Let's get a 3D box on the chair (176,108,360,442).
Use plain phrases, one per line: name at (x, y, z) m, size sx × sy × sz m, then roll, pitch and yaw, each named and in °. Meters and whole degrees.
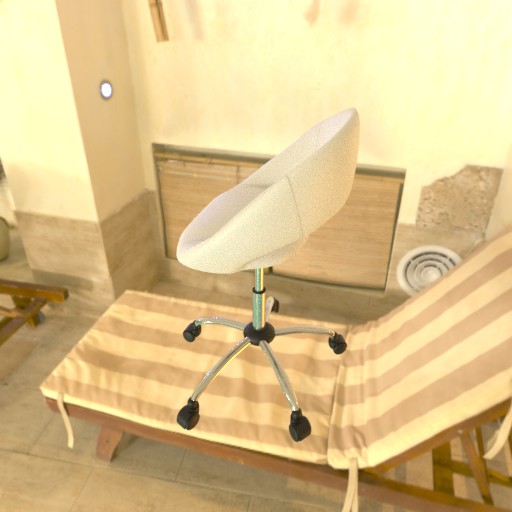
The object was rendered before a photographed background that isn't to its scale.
chair at (0.000, 0.000, 1.207) m, size 0.538 × 0.791 × 0.612 m, roll 9°, pitch 31°, yaw 14°
